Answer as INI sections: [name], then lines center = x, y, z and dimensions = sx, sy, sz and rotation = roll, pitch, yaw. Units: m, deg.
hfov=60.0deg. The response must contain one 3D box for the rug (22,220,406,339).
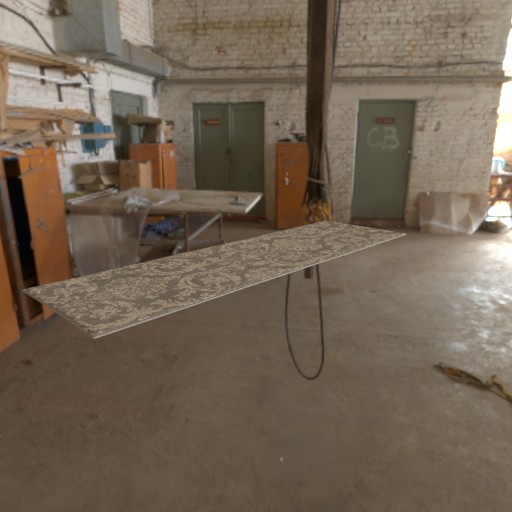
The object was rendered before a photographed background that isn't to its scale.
[rug]
center = 0.000, 0.000, 2.433
dimensions = 0.662, 0.011, 2.196
rotation = 15, 21, 43
